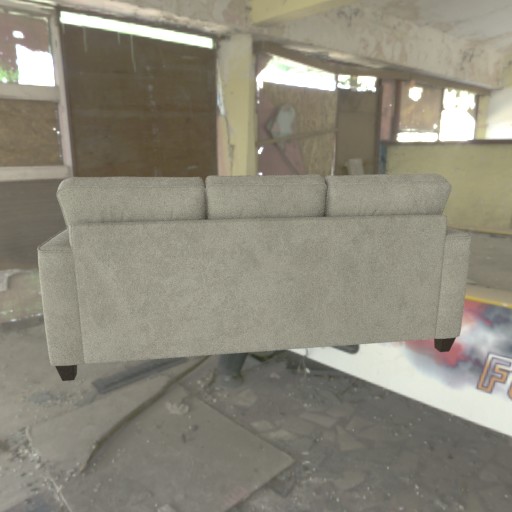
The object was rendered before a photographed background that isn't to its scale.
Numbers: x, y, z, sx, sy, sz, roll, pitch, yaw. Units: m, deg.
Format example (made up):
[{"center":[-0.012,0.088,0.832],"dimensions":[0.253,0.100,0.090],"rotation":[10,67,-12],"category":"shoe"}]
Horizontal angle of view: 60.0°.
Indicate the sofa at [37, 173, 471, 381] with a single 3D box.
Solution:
[{"center":[0.000,0.000,2.587],"dimensions":[2.133,0.965,0.939],"rotation":[-2,14,-9],"category":"sofa"}]
